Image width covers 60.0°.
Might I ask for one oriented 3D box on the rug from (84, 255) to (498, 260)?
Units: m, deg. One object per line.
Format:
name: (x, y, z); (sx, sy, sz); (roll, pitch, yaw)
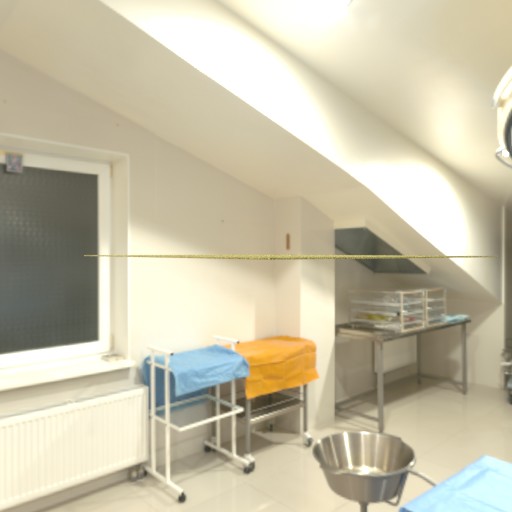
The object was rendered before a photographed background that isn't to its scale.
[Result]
rug: (0.000, 0.000, 2.830); (1.529, 0.007, 2.297); (0, 0, -36)
